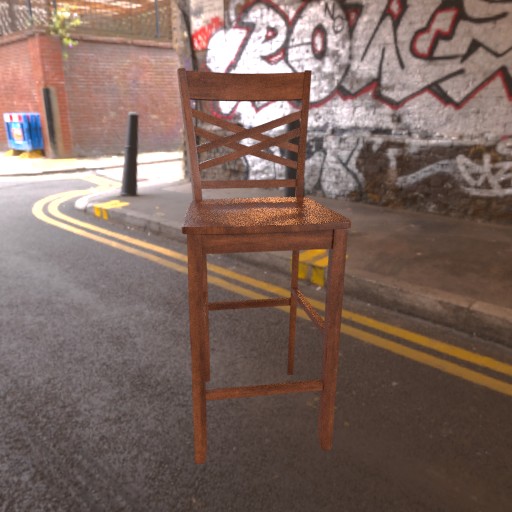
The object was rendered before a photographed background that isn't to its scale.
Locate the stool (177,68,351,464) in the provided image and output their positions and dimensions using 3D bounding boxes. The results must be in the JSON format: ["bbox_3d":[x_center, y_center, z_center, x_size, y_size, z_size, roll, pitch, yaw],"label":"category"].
[{"bbox_3d":[0.000,0.000,1.368,0.433,1.105,0.487,-3,18,-8],"label":"stool"}]
